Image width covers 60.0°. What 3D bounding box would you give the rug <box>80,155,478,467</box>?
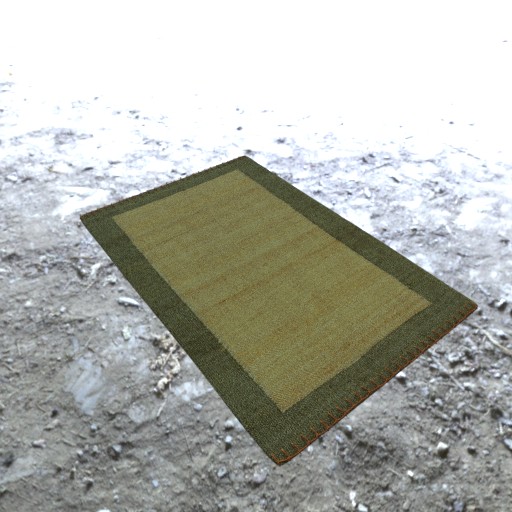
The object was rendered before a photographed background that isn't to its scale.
[{"bbox_3d":[0.000,0.000,2.307,1.220,0.019,1.838,-27,48,-27],"label":"rug"}]
